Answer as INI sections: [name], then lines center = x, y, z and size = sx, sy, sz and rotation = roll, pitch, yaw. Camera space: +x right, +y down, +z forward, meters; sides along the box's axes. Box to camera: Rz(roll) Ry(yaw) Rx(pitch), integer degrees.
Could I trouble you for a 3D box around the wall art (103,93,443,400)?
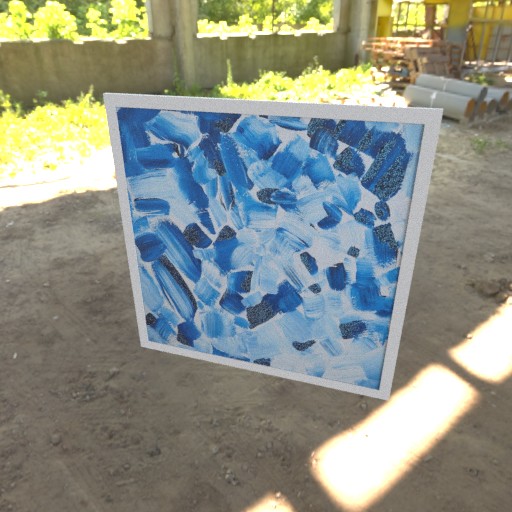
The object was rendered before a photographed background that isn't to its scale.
[wall art]
center = 0.000, 0.000, 1.213
size = 0.812, 0.812, 0.015
rotation = 8, 29, 15
